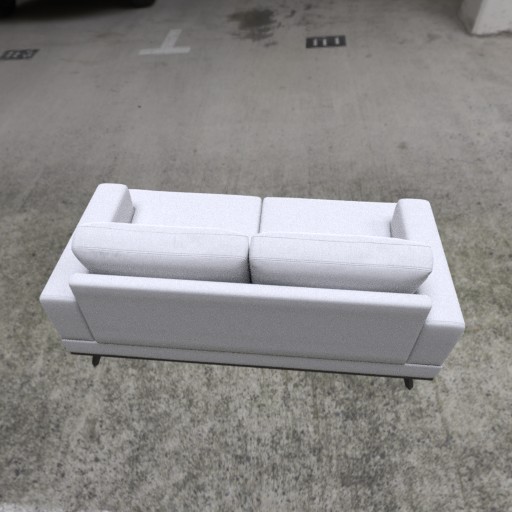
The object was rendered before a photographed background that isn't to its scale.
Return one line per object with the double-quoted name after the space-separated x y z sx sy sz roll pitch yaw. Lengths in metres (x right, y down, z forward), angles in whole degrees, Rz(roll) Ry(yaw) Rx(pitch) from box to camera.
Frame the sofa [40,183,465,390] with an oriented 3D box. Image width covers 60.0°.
0.000 0.000 2.111 1.650 0.810 0.920 3 47 3 "sofa"
